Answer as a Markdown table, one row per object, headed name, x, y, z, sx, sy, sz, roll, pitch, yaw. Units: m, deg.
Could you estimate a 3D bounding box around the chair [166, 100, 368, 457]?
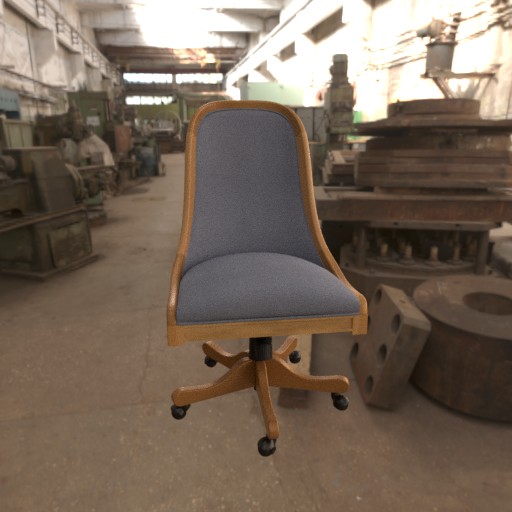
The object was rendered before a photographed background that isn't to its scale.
| name | x | y | z | sx | sy | sz | roll | pitch | yaw |
| --- | --- | --- | --- | --- | --- | --- | --- | --- | --- |
| chair | 0.000 | 0.000 | 1.494 | 0.605 | 1.031 | 0.735 | -2 | 17 | -7 |
